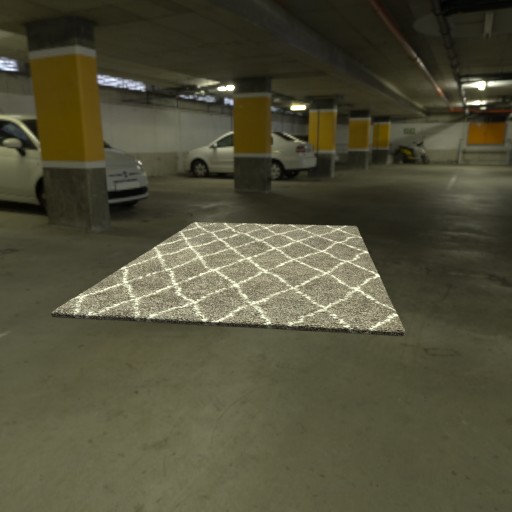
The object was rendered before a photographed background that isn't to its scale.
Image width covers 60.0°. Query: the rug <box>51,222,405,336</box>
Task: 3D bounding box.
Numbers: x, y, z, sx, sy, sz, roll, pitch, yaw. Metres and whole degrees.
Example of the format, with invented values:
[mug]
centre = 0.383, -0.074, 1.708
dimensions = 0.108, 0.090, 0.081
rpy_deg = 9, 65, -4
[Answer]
[rug]
centre = 0.000, 0.000, 3.485
dimensions = 1.778, 0.030, 2.743
rpy_deg = 2, 14, 8
